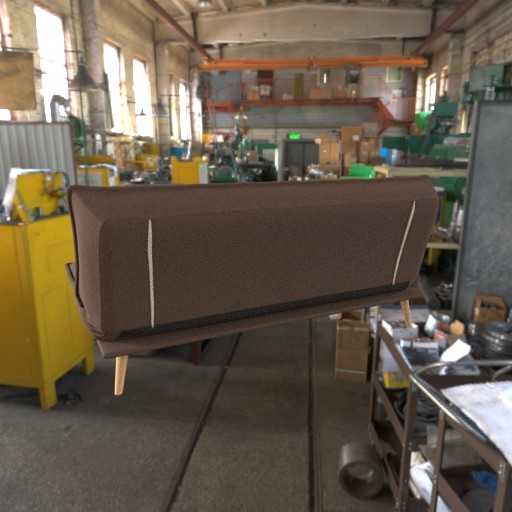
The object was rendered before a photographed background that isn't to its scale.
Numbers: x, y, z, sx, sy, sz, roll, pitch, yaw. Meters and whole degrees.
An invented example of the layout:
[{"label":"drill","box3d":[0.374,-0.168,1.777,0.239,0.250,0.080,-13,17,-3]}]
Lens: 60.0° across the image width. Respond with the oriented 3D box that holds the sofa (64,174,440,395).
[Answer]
[{"label":"sofa","box3d":[0.000,0.000,2.486,1.940,0.890,0.950,-7,15,-26]}]
